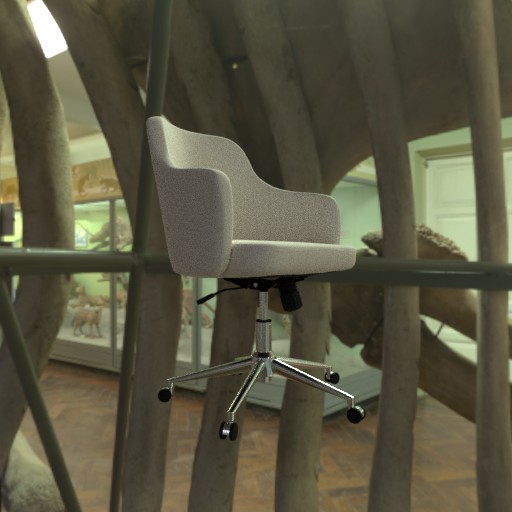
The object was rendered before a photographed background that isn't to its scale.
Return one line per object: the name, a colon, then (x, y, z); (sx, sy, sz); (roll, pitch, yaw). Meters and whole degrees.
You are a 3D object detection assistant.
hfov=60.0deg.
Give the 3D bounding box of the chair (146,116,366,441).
chair: (0.000, 0.000, 1.272); (0.647, 0.819, 0.602); (0, 0, 36)
